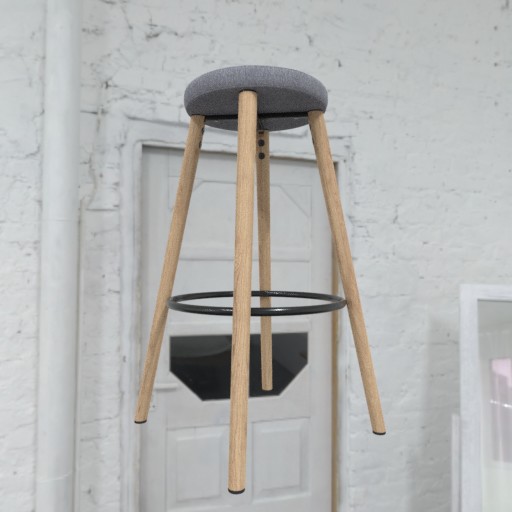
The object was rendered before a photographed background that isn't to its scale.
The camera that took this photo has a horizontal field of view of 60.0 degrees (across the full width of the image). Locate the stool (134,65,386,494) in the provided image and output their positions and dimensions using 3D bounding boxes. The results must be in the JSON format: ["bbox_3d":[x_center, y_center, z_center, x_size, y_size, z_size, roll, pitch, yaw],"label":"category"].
[{"bbox_3d":[0.000,0.000,0.997,0.410,0.770,0.410,0,0,-38],"label":"stool"}]
